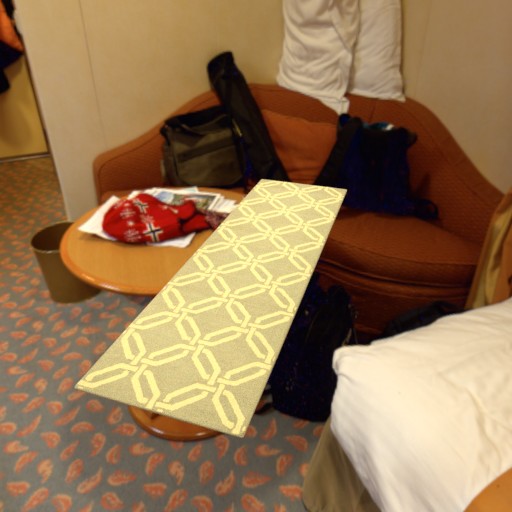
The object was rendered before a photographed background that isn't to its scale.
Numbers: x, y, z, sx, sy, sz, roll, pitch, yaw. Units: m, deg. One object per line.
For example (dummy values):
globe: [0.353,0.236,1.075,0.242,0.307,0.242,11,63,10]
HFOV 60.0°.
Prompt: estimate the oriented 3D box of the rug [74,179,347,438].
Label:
rug: [0.000,0.000,2.496,0.678,0.014,2.276,10,32,16]
